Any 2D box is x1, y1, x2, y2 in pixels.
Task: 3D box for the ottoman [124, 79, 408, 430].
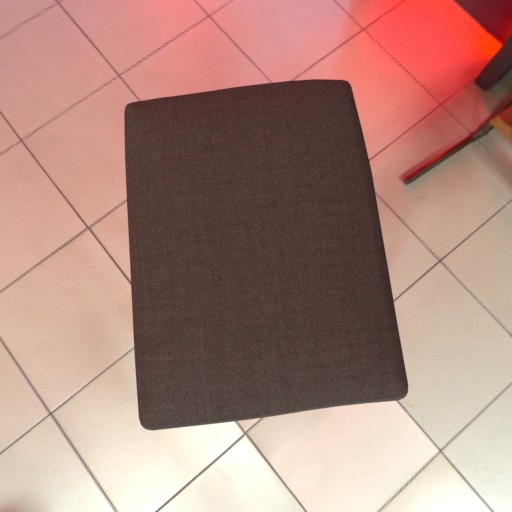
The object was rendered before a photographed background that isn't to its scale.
[{"bbox_3d":[0.000,0.000,1.221,0.599,0.555,0.809,-6,76,-2],"label":"ottoman"}]
